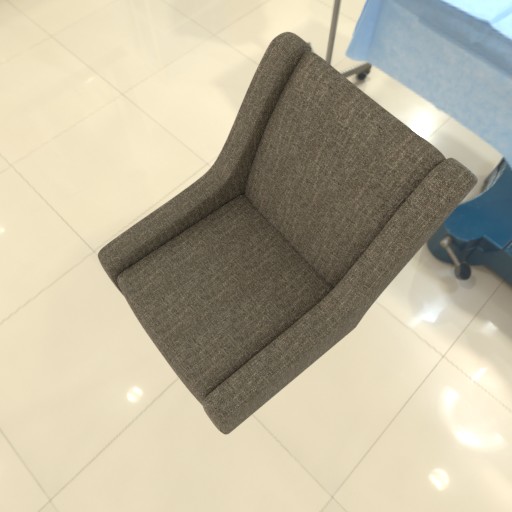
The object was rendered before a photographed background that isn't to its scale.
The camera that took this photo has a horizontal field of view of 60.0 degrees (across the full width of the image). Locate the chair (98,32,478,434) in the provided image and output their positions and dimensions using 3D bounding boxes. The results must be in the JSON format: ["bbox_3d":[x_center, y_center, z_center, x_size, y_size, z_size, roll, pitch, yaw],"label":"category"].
[{"bbox_3d":[0.000,0.000,1.632,0.944,1.012,0.793,-35,68,-17],"label":"chair"}]
